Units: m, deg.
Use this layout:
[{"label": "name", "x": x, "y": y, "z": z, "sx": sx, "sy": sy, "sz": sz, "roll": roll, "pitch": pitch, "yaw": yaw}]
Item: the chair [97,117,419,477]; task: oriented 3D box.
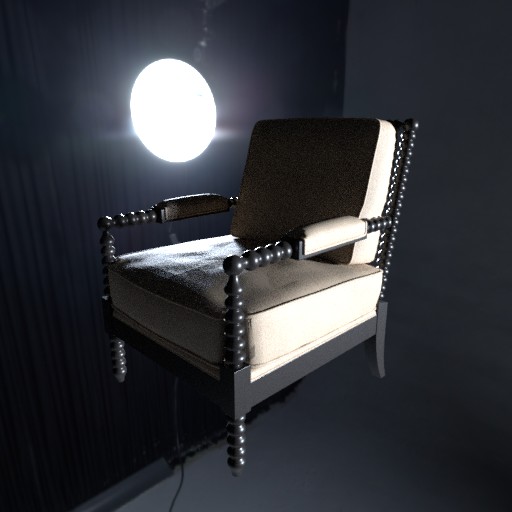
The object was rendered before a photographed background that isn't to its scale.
[{"label": "chair", "x": 0.000, "y": 0.000, "z": 1.168, "sx": 0.657, "sy": 0.703, "sz": 0.555, "roll": -15, "pitch": 22, "yaw": -42}]
